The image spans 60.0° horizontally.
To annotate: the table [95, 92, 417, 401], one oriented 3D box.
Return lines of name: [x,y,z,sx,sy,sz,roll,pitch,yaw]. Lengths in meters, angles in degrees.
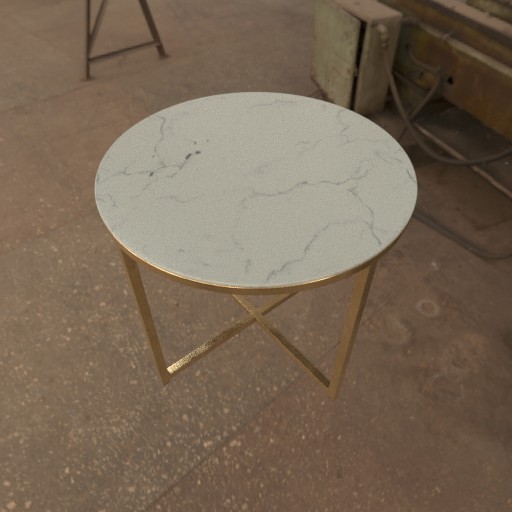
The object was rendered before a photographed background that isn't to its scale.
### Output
table: [0.000,0.000,0.858,0.500,0.420,0.500,0,46,0]
